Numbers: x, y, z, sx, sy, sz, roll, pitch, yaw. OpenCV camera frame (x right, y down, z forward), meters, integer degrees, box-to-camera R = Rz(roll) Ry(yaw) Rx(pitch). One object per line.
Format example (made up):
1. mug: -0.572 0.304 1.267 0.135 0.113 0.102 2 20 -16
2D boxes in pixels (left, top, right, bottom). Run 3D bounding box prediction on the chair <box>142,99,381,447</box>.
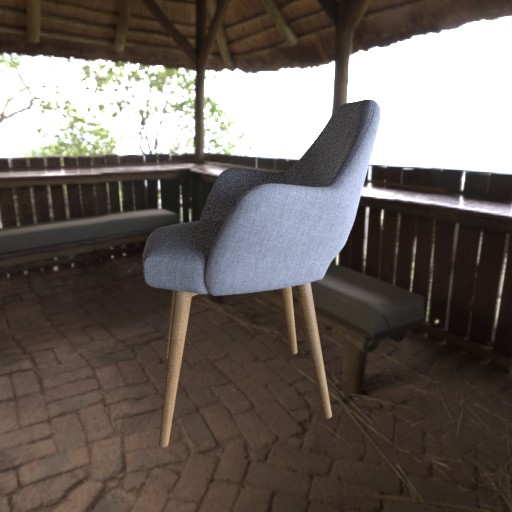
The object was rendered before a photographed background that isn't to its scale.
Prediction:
1. chair: 0.000 0.000 1.257 0.610 0.840 0.590 -2 15 -9
